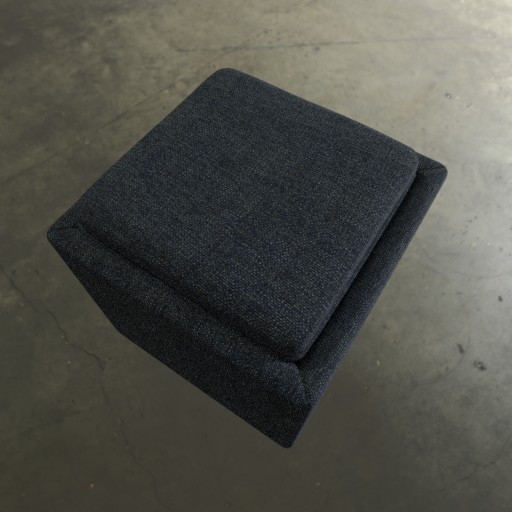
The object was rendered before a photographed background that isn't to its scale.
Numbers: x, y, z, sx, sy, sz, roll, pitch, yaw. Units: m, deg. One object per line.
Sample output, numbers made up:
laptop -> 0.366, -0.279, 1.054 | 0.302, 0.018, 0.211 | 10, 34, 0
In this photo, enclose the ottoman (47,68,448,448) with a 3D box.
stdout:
ottoman -> 0.000, 0.000, 0.816 | 0.450, 0.460, 0.450 | 30, 64, 16
